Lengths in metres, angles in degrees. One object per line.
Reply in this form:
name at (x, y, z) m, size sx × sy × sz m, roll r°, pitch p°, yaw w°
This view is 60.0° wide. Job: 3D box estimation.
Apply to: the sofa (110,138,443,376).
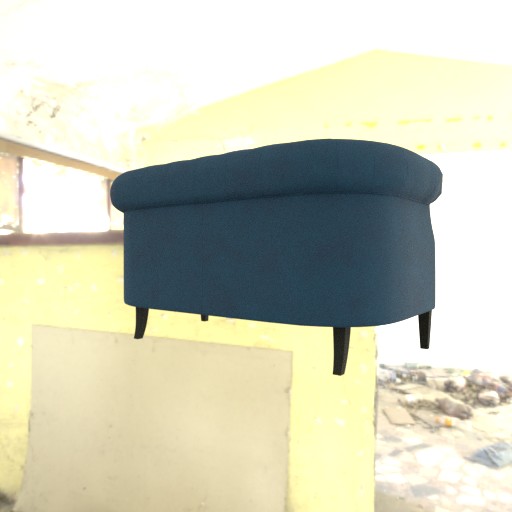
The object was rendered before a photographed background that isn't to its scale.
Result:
sofa at (0.000, 0.000, 2.087) m, size 1.558 × 0.827 × 0.835 m, roll 0°, pitch 1°, yaw 37°
